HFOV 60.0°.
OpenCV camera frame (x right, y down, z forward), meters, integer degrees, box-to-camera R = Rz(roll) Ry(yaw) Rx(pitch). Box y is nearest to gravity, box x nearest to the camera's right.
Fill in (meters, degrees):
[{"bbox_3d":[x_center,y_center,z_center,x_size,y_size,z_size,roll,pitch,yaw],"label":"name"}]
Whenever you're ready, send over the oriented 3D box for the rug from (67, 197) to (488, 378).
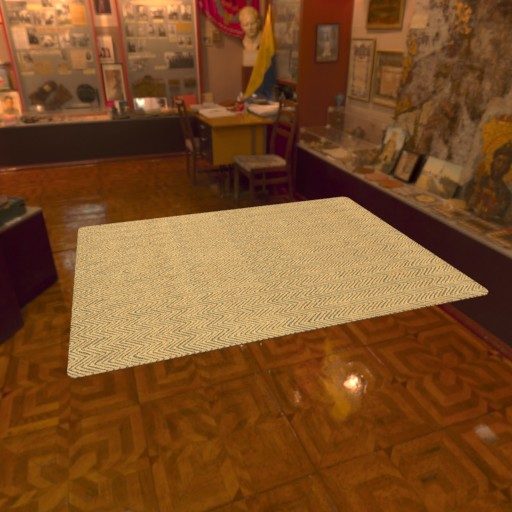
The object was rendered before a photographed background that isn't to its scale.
[{"bbox_3d":[0.000,0.000,4.161,3.207,0.014,2.439,-8,28,-16],"label":"rug"}]
